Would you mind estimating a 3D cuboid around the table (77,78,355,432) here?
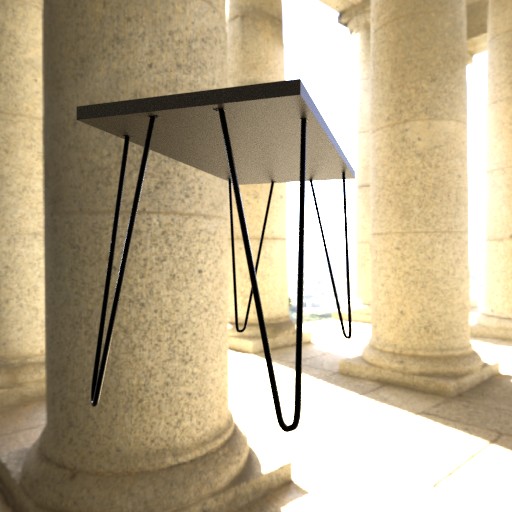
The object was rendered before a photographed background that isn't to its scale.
[{"bbox_3d":[0.000,0.000,1.363,0.499,0.660,0.991,0,1,18],"label":"table"}]
